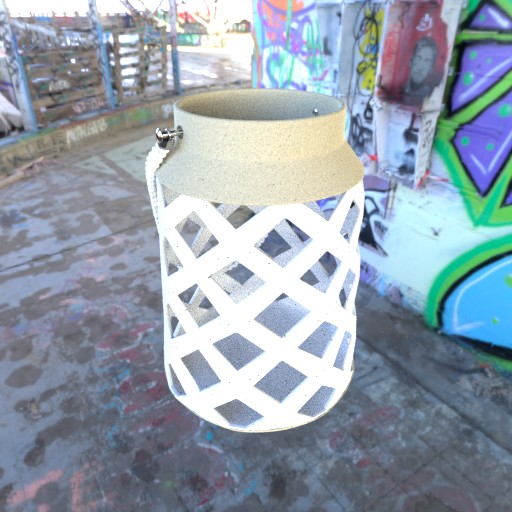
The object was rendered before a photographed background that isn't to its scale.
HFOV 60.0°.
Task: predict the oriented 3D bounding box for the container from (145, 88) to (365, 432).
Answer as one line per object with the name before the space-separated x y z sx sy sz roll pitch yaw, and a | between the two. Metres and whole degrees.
container | 0.000 0.000 0.393 0.188 0.264 0.198 -18 34 -29
